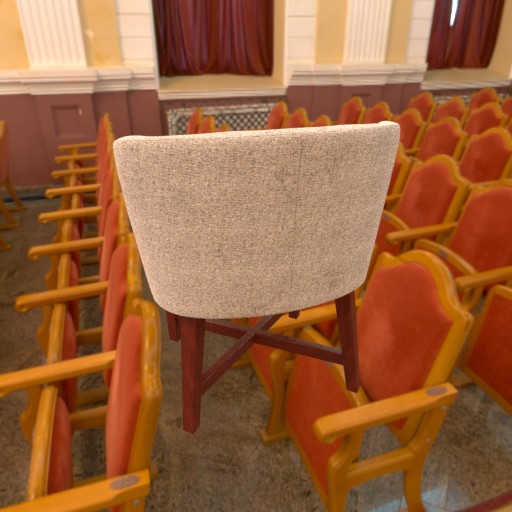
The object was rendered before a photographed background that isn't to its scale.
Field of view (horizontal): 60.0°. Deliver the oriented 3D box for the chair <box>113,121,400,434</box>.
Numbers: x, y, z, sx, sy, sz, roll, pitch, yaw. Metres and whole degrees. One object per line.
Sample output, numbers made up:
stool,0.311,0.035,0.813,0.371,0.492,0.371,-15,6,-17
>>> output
chair,0.000,0.000,1.324,0.728,0.827,0.575,-8,27,-16
